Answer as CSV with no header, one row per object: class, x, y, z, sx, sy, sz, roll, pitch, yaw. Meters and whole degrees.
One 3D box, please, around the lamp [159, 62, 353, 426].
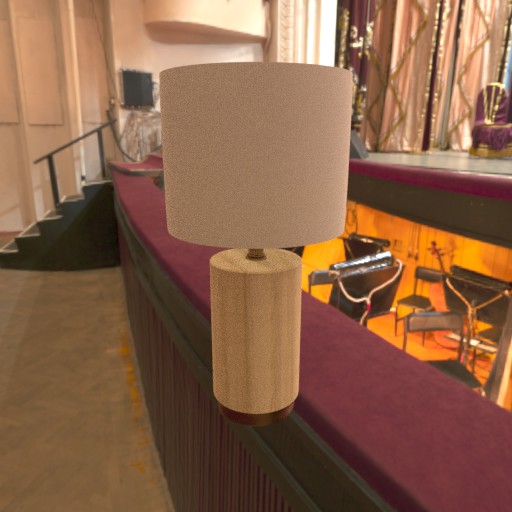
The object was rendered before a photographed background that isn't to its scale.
lamp,0.000,0.000,0.588,0.228,0.444,0.228,-8,18,-27
